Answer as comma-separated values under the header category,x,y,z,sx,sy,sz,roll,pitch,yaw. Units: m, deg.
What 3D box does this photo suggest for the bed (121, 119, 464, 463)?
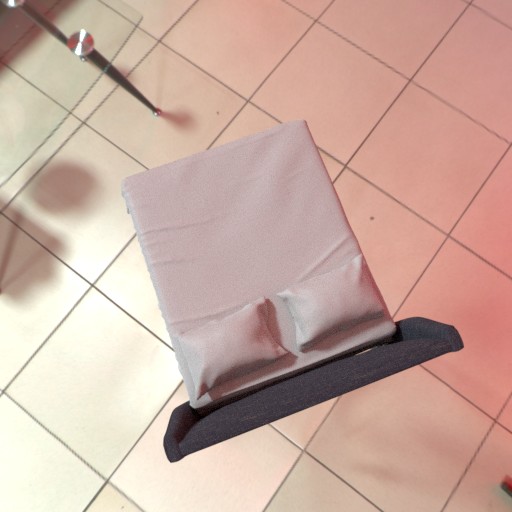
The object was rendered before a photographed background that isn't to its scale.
category,x,y,z,sx,sy,sz,roll,pitch,yaw
bed,0.000,0.000,3.496,1.925,1.332,2.276,-20,77,-5
